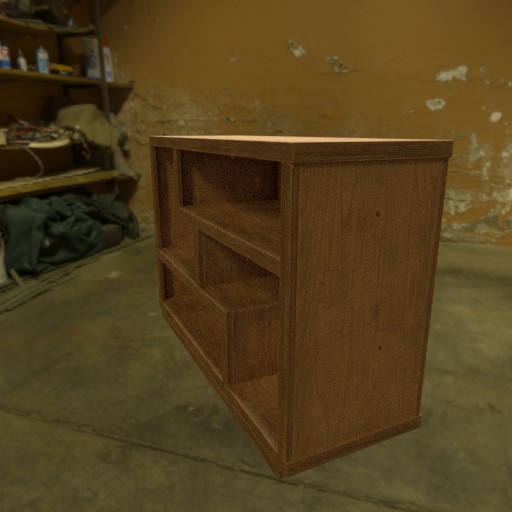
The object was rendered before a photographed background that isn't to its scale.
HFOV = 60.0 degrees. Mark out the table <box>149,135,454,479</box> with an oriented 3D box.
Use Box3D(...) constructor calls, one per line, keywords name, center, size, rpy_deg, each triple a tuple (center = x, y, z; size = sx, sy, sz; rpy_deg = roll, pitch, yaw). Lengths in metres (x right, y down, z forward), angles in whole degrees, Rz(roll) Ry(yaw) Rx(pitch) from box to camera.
Box3D(name="table", center=(0.000, 0.000, 1.492), size=(0.410, 0.771, 1.151), rpy_deg=(-8, 17, -25))
